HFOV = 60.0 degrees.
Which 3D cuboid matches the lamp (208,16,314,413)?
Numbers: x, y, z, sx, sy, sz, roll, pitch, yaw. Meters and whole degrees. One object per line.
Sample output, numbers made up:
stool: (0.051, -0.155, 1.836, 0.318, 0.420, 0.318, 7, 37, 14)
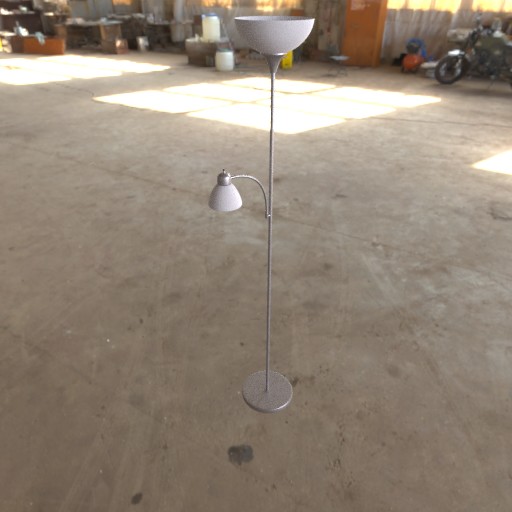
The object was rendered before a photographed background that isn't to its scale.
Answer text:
lamp: (0.000, 0.000, 1.911, 0.425, 1.804, 0.279, -22, 37, -32)
